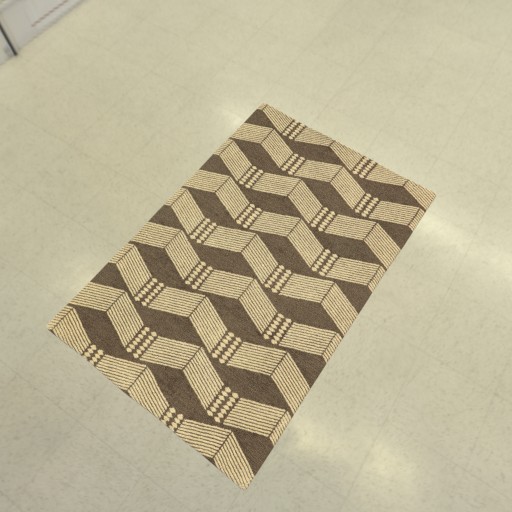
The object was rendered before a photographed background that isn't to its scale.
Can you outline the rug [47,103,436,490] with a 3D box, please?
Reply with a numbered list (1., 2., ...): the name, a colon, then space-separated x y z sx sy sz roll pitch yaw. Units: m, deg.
1. rug: 0.000 0.000 2.334 1.210 0.016 1.833 33 68 15
